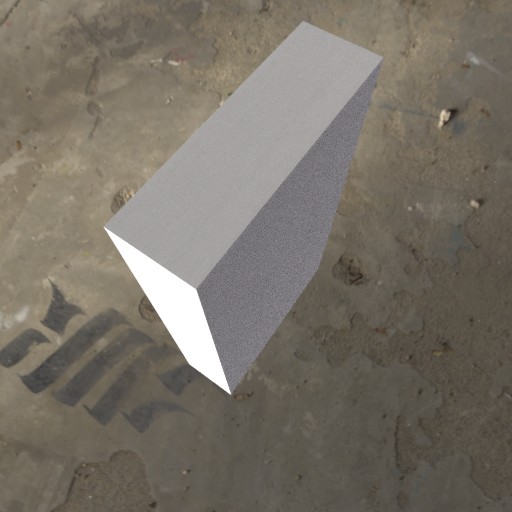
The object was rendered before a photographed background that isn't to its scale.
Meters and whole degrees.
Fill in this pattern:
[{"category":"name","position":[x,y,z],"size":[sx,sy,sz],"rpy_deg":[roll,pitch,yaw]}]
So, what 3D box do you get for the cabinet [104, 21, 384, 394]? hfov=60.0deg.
[{"category":"cabinet","position":[0.000,0.000,1.570],"size":[0.250,1.280,0.750],"rpy_deg":[32,68,14]}]
